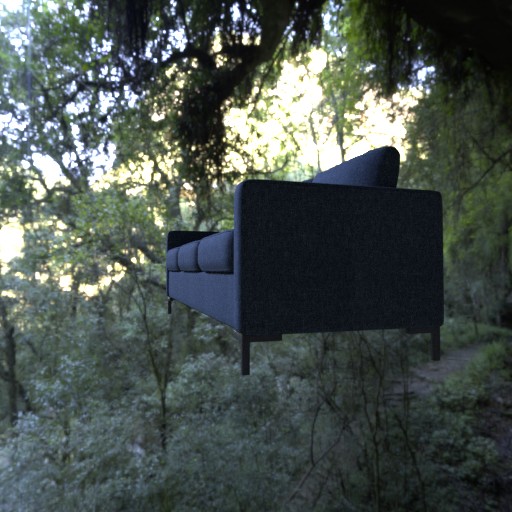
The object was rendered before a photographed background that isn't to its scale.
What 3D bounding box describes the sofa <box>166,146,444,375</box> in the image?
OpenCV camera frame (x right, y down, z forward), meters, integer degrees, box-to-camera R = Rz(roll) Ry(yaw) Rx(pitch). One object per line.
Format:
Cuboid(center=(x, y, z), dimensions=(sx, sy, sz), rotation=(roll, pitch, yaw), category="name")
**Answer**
Cuboid(center=(0.000, 0.000, 2.660), dimensions=(0.859, 0.874, 2.218), rotation=(1, -2, -18), category="sofa")
